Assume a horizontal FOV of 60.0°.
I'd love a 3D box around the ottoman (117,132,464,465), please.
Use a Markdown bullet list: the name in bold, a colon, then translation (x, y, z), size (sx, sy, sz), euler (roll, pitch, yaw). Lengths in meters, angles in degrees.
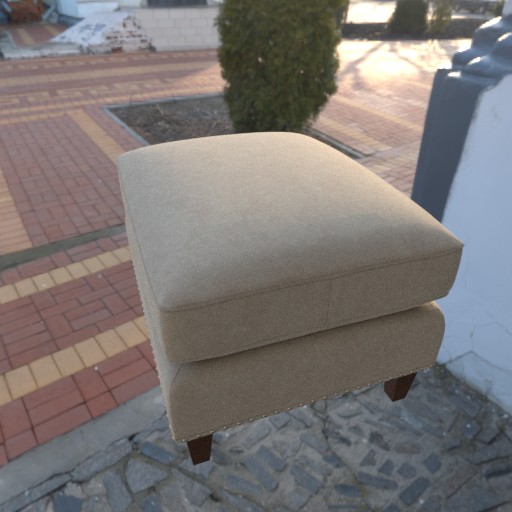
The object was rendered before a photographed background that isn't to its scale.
- **ottoman**: translation (0.000, 0.000, 1.114), size (0.584, 0.513, 0.741), euler (-11, 33, -17)
